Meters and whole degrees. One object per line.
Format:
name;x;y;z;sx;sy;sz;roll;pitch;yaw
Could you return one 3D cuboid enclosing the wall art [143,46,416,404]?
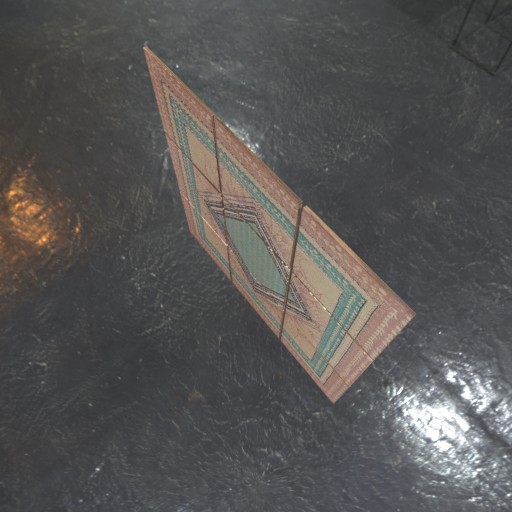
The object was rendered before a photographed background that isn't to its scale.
wall art;0.000;0.000;1.808;0.013;1.213;1.215;-35;68;-17
